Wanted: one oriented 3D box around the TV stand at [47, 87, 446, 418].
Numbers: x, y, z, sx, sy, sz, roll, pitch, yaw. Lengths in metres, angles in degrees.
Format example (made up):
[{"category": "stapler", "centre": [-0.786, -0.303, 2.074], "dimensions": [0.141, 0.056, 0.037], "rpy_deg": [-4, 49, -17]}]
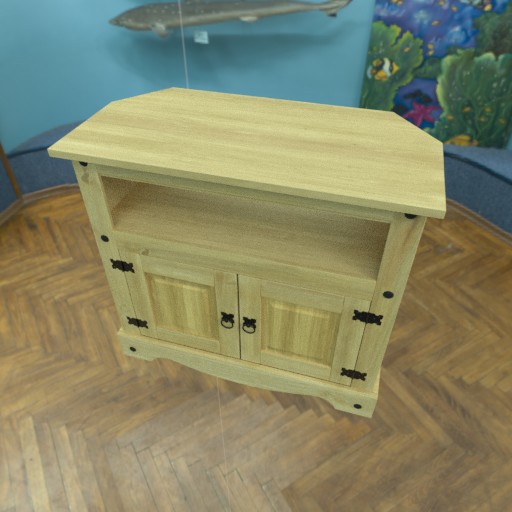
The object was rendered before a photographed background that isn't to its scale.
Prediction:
[{"category": "TV stand", "centre": [0.000, 0.000, 1.312], "dimensions": [0.851, 0.781, 0.425], "rpy_deg": [11, 42, 12]}]
